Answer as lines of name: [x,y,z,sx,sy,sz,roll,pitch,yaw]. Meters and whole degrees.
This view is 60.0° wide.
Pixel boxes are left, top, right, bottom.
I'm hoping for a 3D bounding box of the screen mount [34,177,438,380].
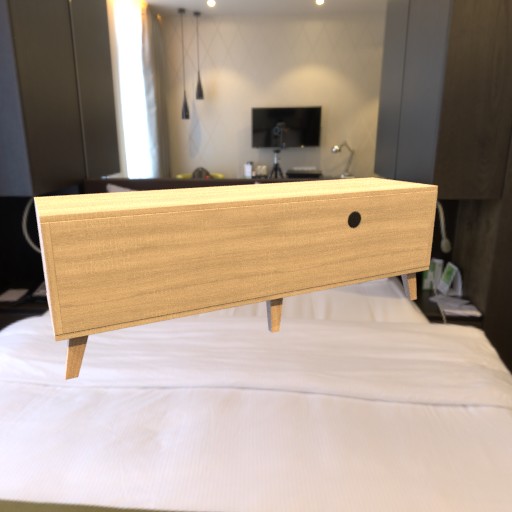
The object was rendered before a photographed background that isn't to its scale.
screen mount: [0.000,0.000,1.742,1.500,0.509,0.401,-8,17,-26]
